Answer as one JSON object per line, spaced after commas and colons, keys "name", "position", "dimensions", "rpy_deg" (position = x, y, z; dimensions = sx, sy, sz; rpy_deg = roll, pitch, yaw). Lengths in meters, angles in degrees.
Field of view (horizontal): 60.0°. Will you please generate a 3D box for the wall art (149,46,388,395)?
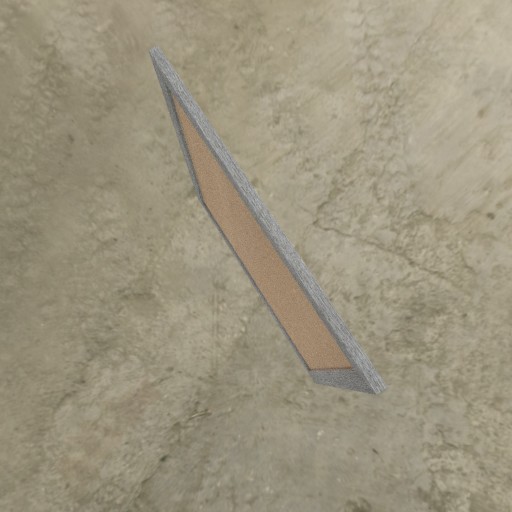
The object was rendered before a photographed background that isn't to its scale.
{"name": "wall art", "position": [0.000, 0.000, 1.040], "dimensions": [0.020, 0.685, 0.685], "rpy_deg": [-31, 77, -8]}
